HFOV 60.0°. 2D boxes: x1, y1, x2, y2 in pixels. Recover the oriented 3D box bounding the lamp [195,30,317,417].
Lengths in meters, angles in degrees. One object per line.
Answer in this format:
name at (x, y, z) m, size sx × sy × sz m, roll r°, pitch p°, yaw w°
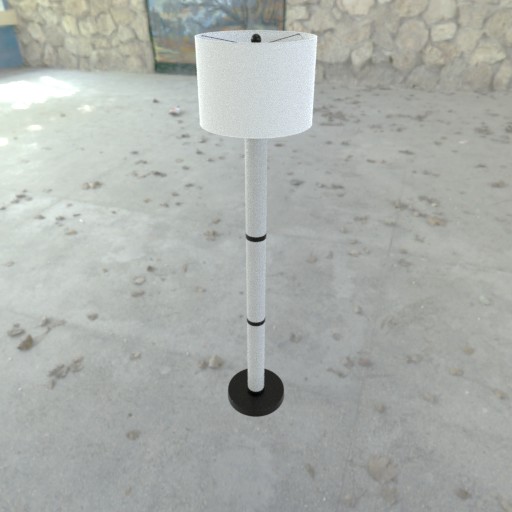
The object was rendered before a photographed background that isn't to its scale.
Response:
lamp at (0.000, 0.000, 1.776) m, size 0.377 × 1.599 × 0.377 m, roll 11°, pitch 33°, yaw 17°
